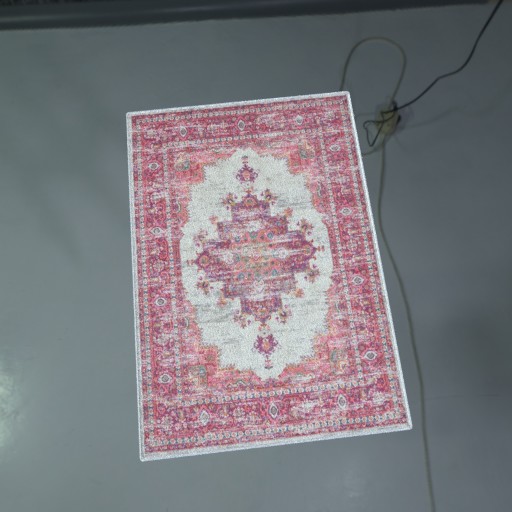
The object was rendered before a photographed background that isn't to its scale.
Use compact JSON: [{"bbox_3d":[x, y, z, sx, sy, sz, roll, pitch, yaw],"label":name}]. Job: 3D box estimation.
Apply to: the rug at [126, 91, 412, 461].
[{"bbox_3d":[0.000,0.000,2.189,1.217,0.011,1.747,-6,75,-2],"label":"rug"}]
